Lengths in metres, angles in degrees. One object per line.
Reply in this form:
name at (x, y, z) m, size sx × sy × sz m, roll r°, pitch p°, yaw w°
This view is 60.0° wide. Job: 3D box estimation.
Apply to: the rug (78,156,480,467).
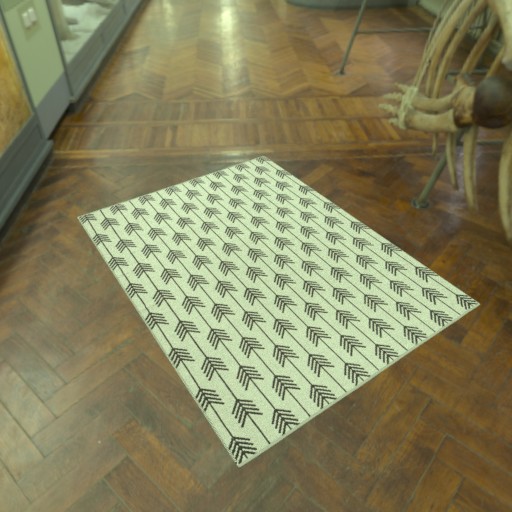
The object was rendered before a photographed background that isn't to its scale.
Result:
rug at (0.000, 0.000, 4.056) m, size 2.330 × 0.010 × 3.061 m, roll -24°, pitch 46°, yaw -25°
